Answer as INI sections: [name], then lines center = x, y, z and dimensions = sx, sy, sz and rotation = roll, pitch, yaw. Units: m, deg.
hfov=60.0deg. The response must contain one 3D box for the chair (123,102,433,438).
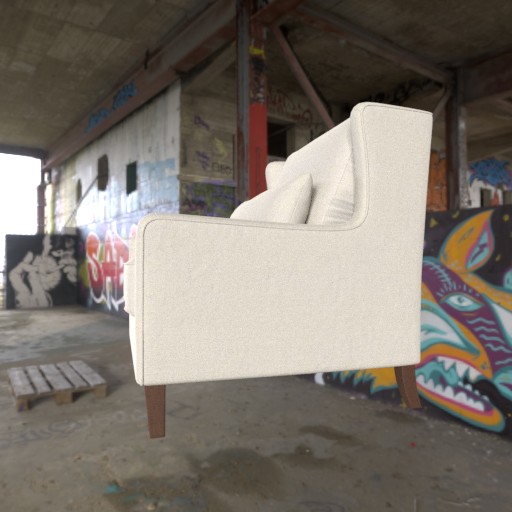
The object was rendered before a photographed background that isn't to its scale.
[chair]
center = 0.000, 0.000, 1.817
dimensions = 1.040, 1.056, 0.982
rotation = 0, -1, -17
